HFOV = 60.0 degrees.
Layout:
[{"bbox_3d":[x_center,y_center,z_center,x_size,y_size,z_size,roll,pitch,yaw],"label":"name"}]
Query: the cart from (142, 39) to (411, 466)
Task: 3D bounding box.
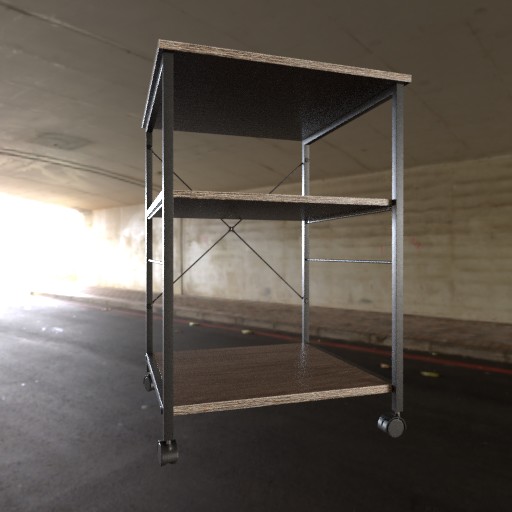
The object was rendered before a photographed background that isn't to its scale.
[{"bbox_3d":[0.000,0.000,1.103,0.521,0.762,0.520,0,0,-17],"label":"cart"}]
